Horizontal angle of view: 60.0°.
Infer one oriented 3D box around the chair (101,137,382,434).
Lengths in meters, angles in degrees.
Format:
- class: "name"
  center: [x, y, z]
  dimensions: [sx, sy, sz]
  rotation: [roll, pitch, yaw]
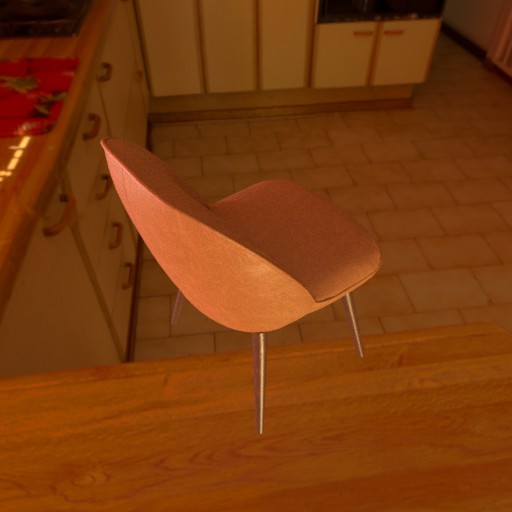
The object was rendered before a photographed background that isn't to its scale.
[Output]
- class: "chair"
  center: [0.000, 0.000, 1.232]
  dimensions: [0.631, 0.831, 0.521]
  rotation: [-28, 50, -26]
